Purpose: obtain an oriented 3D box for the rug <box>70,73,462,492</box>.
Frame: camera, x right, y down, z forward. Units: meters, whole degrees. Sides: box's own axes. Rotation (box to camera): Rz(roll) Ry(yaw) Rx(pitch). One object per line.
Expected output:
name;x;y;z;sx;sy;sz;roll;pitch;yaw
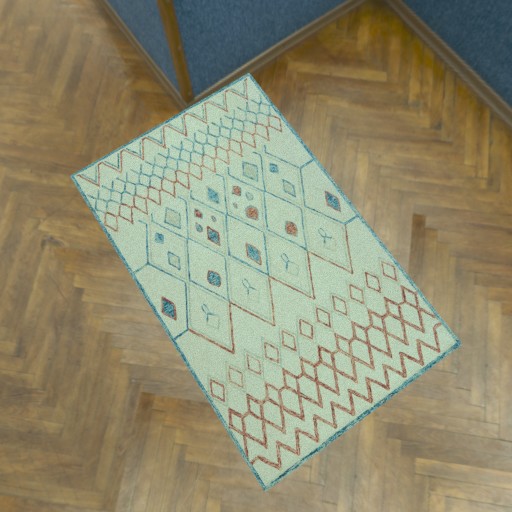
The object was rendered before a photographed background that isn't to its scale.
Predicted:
rug;0.000;0.000;2.977;1.524;0.015;2.438;-33;77;-8
